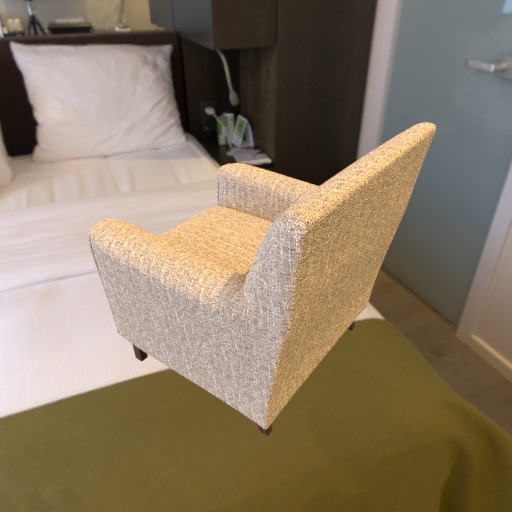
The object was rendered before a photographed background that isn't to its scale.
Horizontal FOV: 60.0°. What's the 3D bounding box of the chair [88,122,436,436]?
[{"bbox_3d":[0.000,0.000,1.639,0.873,0.928,0.864,21,38,30],"label":"chair"}]
